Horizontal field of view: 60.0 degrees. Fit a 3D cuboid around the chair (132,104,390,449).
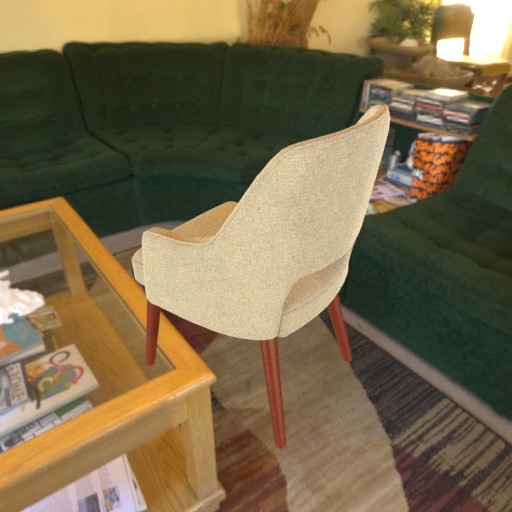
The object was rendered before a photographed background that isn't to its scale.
[{"bbox_3d":[0.000,0.000,1.261,0.605,0.849,0.548,21,38,30],"label":"chair"}]
